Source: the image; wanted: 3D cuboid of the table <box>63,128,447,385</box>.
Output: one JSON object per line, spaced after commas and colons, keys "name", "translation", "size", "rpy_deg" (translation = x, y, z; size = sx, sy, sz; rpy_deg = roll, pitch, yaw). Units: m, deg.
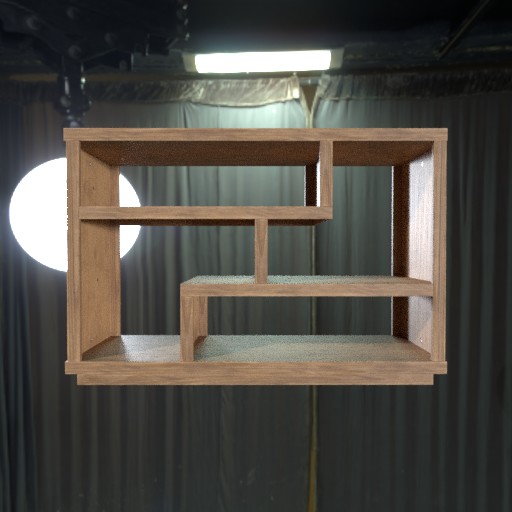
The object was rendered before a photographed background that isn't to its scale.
{"name": "table", "translation": [0.000, 0.000, 1.534], "size": [1.151, 0.771, 0.410], "rpy_deg": [0, 1, 0]}
